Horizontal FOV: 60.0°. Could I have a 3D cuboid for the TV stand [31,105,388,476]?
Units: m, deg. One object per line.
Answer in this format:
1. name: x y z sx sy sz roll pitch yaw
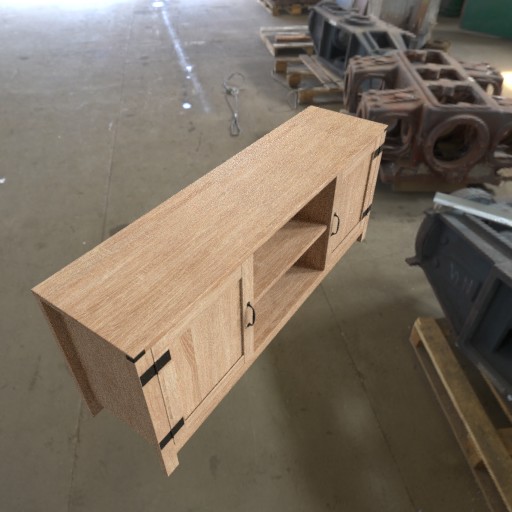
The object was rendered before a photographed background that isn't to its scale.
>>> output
1. TV stand: 0.000 0.000 1.709 0.398 0.610 1.466 24 46 26
